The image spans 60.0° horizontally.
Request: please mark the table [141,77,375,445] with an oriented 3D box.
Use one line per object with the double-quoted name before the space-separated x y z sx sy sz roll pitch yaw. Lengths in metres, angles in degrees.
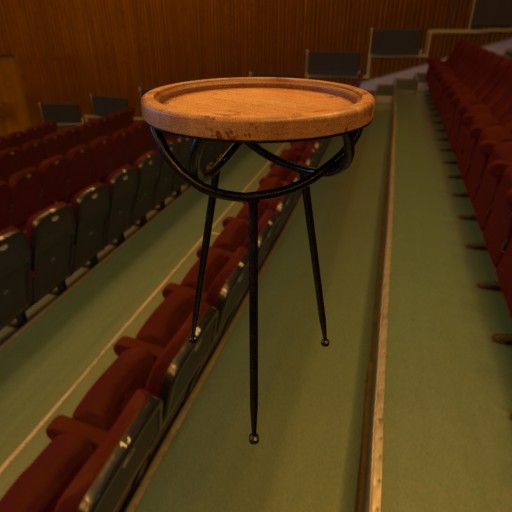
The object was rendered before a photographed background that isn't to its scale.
"table" 0.000 0.000 0.951 0.414 0.664 0.418 8 30 13
